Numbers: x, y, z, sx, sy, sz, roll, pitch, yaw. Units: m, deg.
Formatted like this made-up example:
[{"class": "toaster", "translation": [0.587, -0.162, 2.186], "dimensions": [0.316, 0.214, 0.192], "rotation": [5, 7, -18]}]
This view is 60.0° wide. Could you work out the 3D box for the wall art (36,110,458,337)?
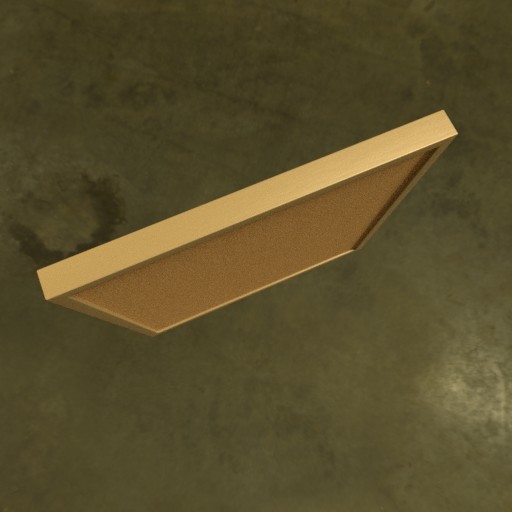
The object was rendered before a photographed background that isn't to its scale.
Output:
[{"class": "wall art", "translation": [0.000, 0.000, 0.752], "dimensions": [0.509, 0.509, 0.036], "rotation": [-22, 76, -6]}]
